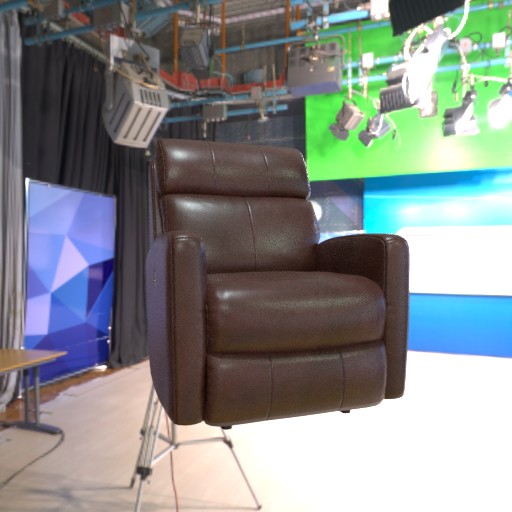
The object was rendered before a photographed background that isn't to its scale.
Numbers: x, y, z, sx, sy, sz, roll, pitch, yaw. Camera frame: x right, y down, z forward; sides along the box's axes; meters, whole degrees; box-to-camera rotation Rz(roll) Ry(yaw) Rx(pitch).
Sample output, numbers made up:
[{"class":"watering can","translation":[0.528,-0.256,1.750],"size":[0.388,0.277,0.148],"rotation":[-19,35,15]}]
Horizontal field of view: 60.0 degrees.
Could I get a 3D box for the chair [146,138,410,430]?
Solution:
[{"class":"chair","translation":[0.000,0.000,1.689],"size":[0.787,1.016,0.939],"rotation":[0,1,-19]}]
